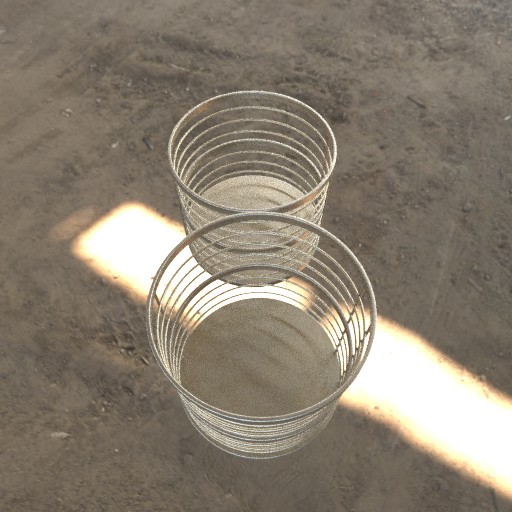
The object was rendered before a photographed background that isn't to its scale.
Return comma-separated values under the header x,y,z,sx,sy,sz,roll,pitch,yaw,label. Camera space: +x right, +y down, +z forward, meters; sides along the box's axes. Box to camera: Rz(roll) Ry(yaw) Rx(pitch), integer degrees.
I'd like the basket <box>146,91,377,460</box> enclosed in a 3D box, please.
x,y,z,sx,sy,sz,roll,pitch,yaw,label
0.000,0.000,0.939,0.356,0.351,0.746,-2,58,-1,basket
